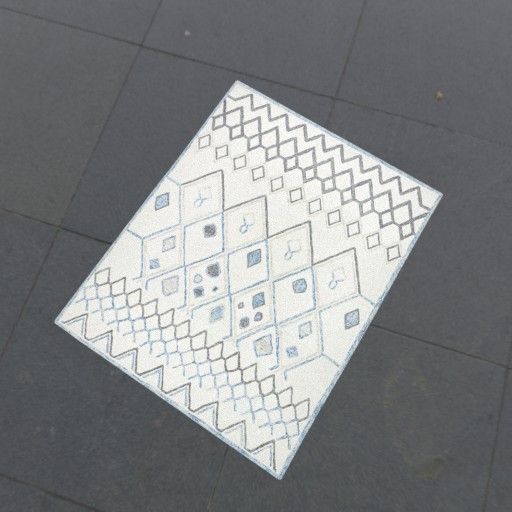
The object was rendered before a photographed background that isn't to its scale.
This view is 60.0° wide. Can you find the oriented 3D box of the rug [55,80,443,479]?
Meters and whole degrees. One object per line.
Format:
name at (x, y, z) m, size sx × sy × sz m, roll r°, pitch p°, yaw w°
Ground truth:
rug at (0.000, 0.000, 4.212) m, size 2.441 × 0.013 × 3.056 m, roll 32°, pitch 77°, yaw 8°
